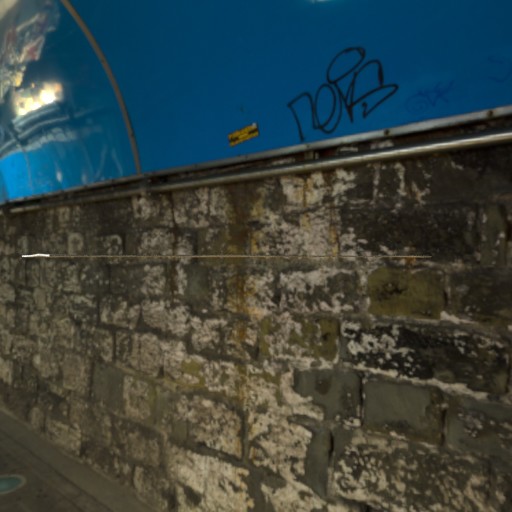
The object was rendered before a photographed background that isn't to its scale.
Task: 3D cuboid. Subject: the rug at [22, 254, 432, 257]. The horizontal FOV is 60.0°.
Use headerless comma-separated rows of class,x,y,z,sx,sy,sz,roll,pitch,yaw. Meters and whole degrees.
rug,0.000,0.000,2.691,2.439,0.013,0.762,0,0,-35
